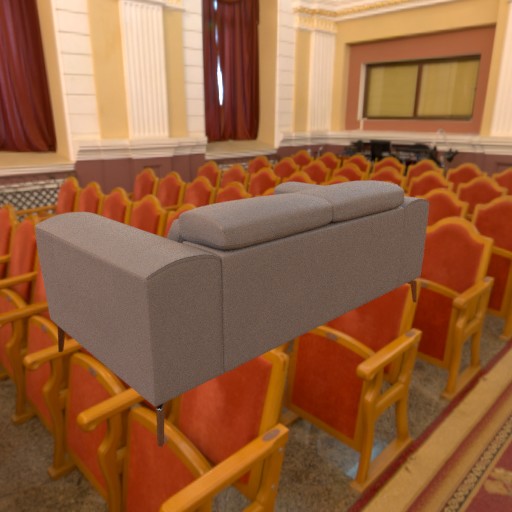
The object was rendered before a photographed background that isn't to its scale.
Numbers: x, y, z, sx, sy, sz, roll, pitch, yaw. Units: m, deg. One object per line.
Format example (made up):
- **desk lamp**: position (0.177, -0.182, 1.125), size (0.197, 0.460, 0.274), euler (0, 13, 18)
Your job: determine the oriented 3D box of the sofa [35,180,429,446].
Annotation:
- **sofa**: position (0.000, 0.000, 2.364), size (1.895, 0.779, 1.003), euler (-16, 23, -41)
